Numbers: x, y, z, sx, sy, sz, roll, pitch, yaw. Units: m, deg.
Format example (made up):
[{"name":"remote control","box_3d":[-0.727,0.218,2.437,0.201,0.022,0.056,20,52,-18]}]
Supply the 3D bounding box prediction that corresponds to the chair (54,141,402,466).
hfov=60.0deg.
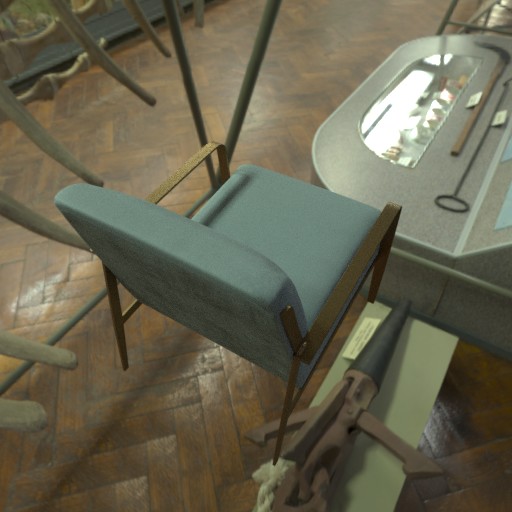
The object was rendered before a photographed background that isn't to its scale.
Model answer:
[{"name":"chair","box_3d":[0.000,0.000,1.431,0.701,0.824,0.842,24,50,21]}]
